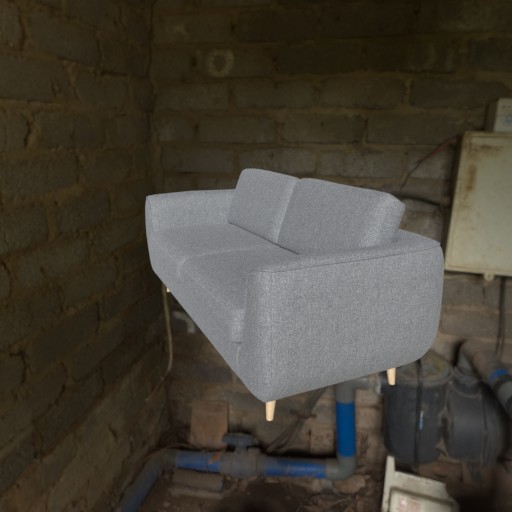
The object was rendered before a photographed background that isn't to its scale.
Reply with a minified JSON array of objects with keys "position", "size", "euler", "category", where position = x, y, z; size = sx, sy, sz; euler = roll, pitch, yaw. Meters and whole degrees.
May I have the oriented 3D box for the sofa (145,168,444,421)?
[{"position":[0.000,0.000,2.495],"size":[0.920,0.870,2.000],"euler":[-7,17,-24],"category":"sofa"}]
